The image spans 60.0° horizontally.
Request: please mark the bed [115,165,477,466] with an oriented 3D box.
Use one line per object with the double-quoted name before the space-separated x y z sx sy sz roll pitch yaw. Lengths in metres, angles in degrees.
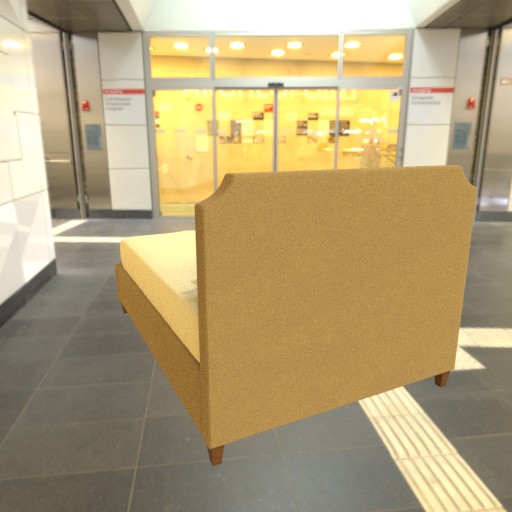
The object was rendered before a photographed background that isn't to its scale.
"bed" 0.000 0.000 3.334 1.703 1.415 2.329 -7 16 -26
